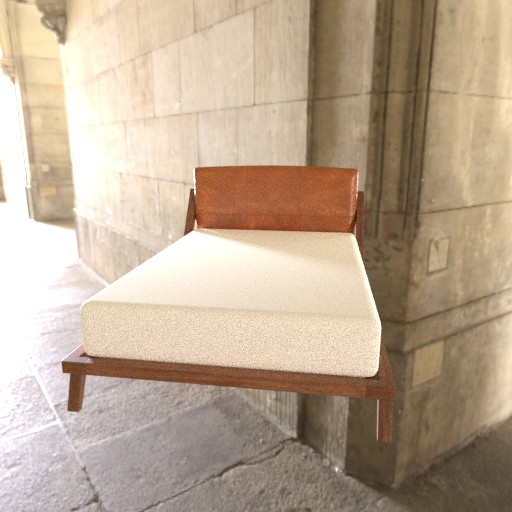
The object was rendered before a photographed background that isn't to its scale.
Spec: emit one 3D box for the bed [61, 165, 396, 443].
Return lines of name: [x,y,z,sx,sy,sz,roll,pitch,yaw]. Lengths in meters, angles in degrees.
bed: [0.000,0.000,3.171,1.651,1.168,2.311,2,14,9]
